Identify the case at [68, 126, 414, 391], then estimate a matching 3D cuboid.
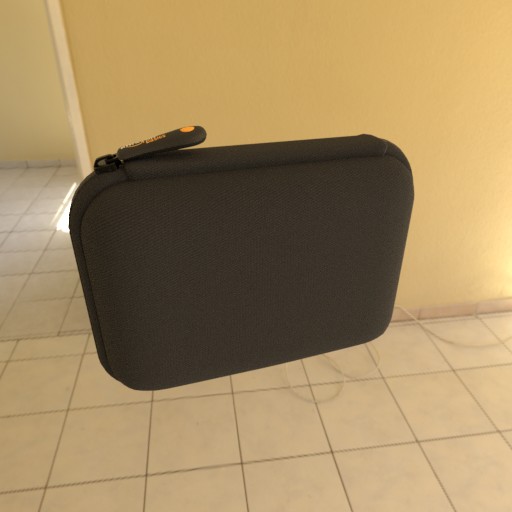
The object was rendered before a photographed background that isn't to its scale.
[{"bbox_3d":[0.000,0.000,0.177,0.132,0.105,0.038,-9,31,-15],"label":"case"}]
